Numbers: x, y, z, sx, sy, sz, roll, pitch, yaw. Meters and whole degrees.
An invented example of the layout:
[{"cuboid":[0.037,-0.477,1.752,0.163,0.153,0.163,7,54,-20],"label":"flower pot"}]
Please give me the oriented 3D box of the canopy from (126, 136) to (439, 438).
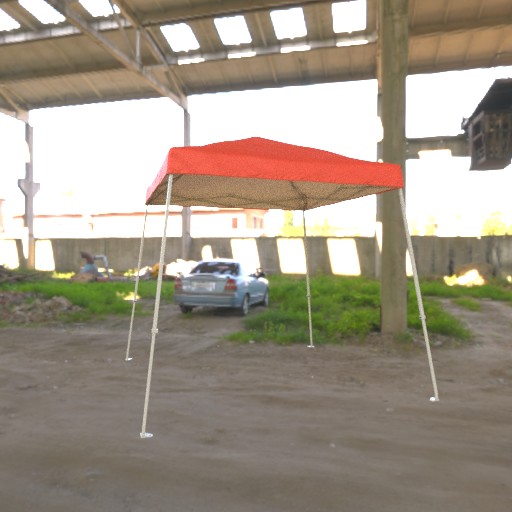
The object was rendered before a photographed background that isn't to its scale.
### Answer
[{"cuboid":[0.000,0.000,5.258,2.849,2.850,2.850,0,0,-19],"label":"canopy"}]
